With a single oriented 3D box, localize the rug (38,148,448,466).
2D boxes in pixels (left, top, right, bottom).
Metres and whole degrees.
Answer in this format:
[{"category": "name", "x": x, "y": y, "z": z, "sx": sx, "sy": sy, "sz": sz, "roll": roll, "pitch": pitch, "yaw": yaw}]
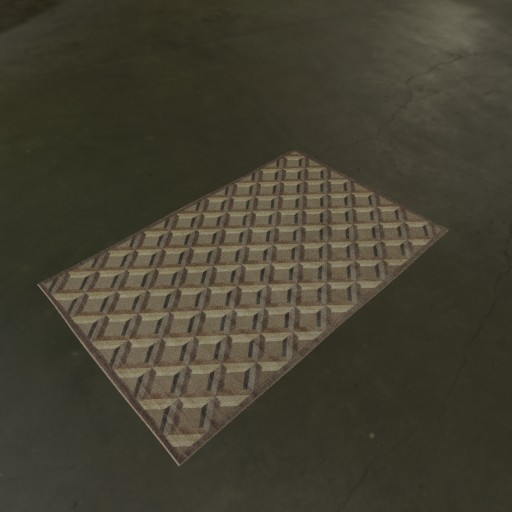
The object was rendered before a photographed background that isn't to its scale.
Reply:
[{"category": "rug", "x": 0.000, "y": 0.000, "z": 2.100, "sx": 1.677, "sy": 0.011, "sz": 1.066, "roll": -33, "pitch": 53, "yaw": -29}]
